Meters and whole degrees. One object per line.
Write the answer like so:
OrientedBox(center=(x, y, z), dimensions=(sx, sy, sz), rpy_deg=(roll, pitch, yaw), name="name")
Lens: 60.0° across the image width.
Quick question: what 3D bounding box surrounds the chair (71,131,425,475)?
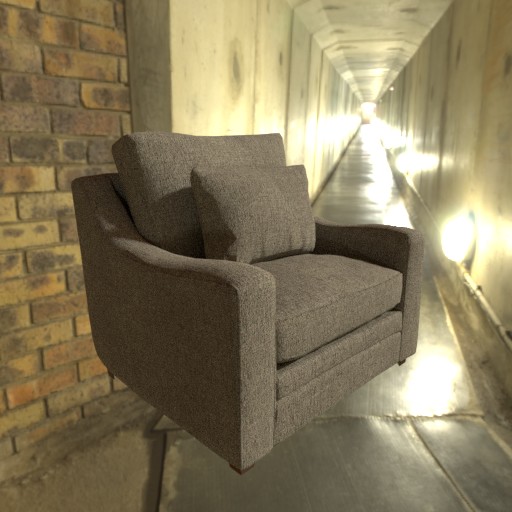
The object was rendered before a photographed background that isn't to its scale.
OrientedBox(center=(0.000, 0.000, 1.892), dimensions=(1.138, 1.037, 1.009), rpy_deg=(-13, 19, -43), name="chair")
